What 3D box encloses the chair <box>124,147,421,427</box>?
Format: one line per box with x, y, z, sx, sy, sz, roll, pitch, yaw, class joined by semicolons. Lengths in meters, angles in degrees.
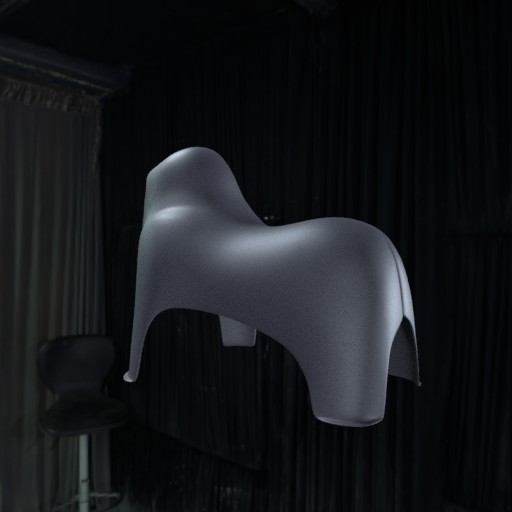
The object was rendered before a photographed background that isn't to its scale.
0.000;0.000;1.134;0.758;0.600;0.490;1;1;36;chair
